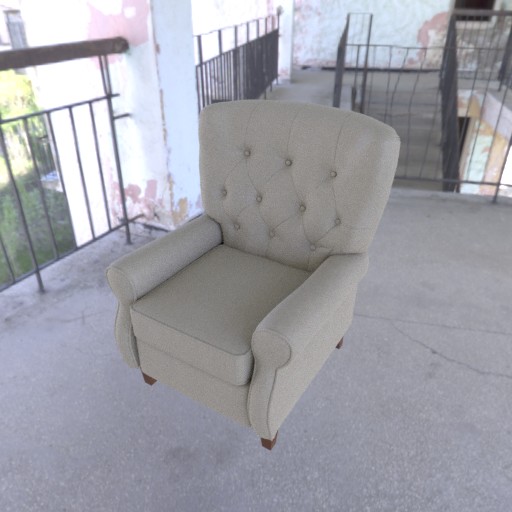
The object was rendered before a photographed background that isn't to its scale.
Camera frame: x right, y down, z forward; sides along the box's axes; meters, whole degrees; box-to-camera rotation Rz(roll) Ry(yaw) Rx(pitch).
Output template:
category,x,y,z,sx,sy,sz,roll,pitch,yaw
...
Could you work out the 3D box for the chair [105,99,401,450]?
category,x,y,z,sx,sy,sz,roll,pitch,yaw
chair,0.000,0.000,1.942,0.943,1.158,1.059,18,35,28
